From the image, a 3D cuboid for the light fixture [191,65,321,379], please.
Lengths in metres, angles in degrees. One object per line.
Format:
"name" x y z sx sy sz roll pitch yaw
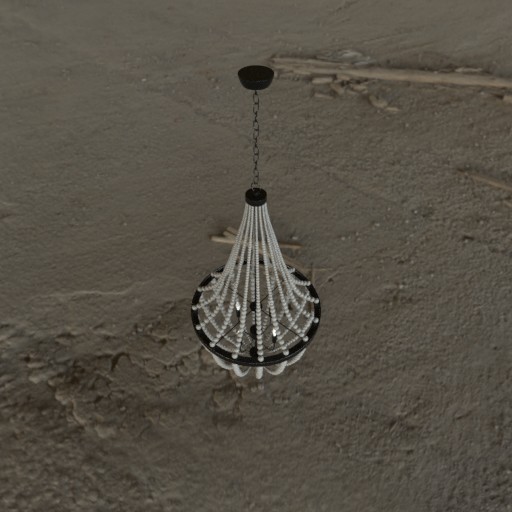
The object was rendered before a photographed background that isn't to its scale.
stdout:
"light fixture" 0.000 0.000 1.355 0.450 1.133 0.450 0 47 0
